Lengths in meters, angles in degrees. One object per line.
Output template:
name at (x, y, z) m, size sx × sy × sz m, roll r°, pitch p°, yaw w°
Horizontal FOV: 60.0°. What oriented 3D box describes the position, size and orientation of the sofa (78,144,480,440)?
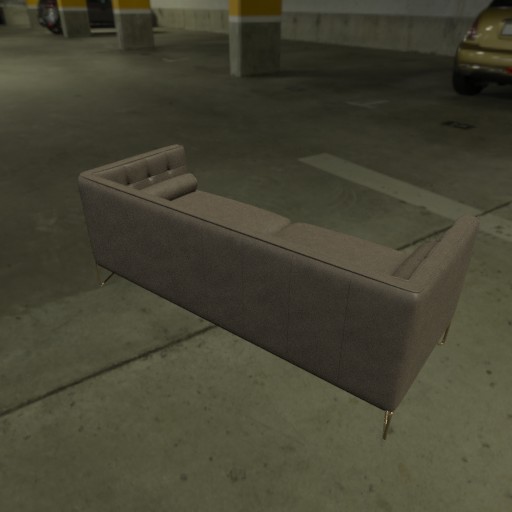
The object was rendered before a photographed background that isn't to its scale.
sofa at (0.000, 0.000, 2.553) m, size 2.087 × 0.789 × 0.867 m, roll 21°, pitch 36°, yaw 32°
